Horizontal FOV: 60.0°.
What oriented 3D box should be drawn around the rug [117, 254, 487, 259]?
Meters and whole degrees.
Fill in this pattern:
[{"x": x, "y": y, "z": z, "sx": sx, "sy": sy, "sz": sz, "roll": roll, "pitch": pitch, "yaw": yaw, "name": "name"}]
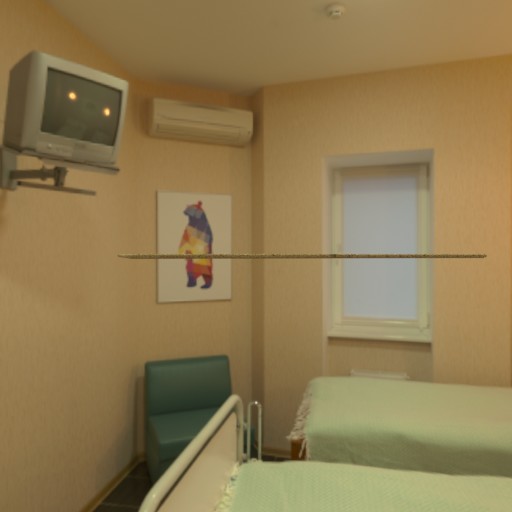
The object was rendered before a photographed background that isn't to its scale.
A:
[{"x": 0.000, "y": 0.000, "z": 4.103, "sx": 2.399, "sy": 0.026, "sz": 3.000, "roll": 0, "pitch": 0, "yaw": -18, "name": "rug"}]
